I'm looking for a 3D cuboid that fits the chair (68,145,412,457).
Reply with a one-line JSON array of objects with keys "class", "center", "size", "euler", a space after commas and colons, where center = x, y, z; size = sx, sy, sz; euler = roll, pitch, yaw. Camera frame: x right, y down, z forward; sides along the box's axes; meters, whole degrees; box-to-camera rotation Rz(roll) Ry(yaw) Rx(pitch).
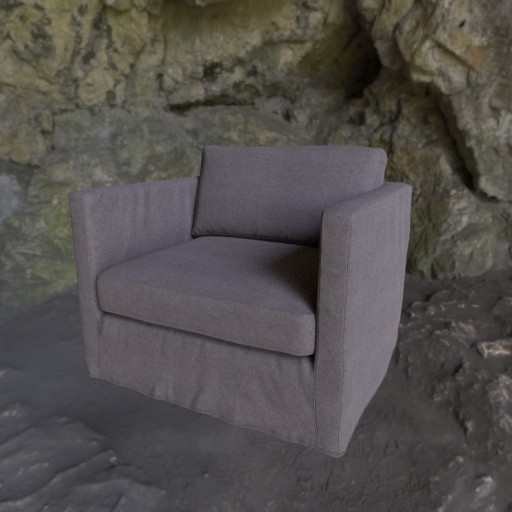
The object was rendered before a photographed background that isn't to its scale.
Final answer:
[{"class": "chair", "center": [0.000, 0.000, 1.780], "size": [1.057, 0.863, 0.949], "euler": [7, 16, 27]}]
